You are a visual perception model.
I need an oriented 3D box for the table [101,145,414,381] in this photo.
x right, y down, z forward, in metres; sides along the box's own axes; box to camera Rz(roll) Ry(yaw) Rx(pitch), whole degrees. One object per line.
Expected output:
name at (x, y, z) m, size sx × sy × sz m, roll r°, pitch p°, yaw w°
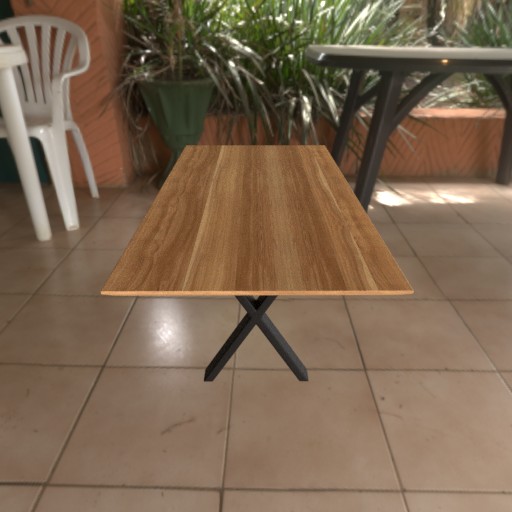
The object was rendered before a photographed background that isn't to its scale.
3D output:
table at (0.000, 0.000, 2.479) m, size 1.000 × 0.770 × 2.000 m, roll 0°, pitch 27°, yaw 0°
